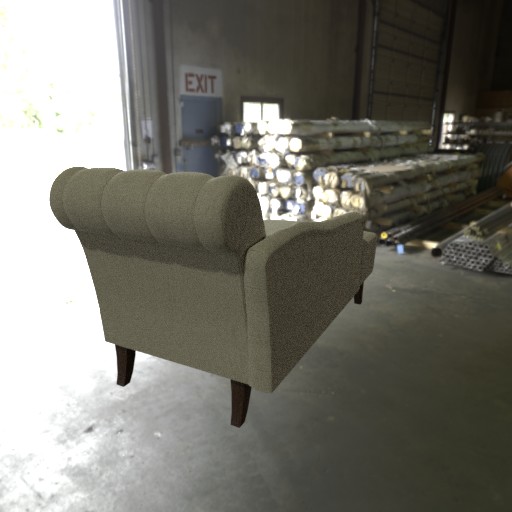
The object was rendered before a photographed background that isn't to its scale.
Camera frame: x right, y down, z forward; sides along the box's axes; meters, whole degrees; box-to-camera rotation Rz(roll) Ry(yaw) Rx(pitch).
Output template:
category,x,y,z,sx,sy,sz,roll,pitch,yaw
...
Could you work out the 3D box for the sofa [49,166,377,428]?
category,x,y,z,sx,sy,sz,roll,pitch,yaw
sofa,0.000,0.000,1.787,0.675,0.787,1.379,9,19,27
